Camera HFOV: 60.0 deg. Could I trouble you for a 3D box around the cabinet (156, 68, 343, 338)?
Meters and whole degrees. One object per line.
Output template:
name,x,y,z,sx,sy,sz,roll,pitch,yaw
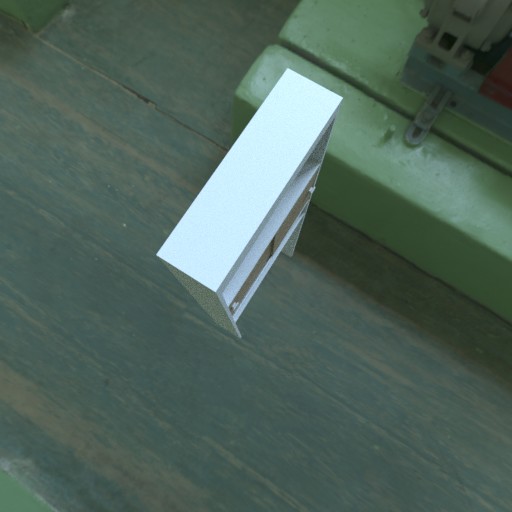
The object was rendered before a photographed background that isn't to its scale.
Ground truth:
cabinet,0.000,0.000,2.028,0.192,1.770,0.643,31,78,7
